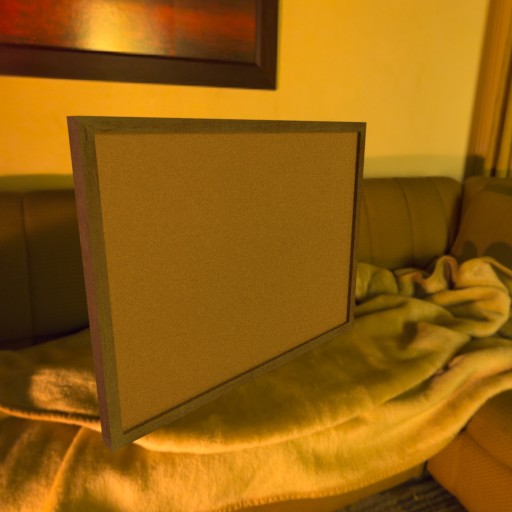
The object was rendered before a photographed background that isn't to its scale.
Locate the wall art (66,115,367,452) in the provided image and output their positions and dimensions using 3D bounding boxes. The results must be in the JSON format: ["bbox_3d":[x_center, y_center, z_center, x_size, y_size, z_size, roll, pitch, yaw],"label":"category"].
[{"bbox_3d":[0.000,0.000,1.720,1.320,1.009,0.070,-15,22,-42],"label":"wall art"}]
